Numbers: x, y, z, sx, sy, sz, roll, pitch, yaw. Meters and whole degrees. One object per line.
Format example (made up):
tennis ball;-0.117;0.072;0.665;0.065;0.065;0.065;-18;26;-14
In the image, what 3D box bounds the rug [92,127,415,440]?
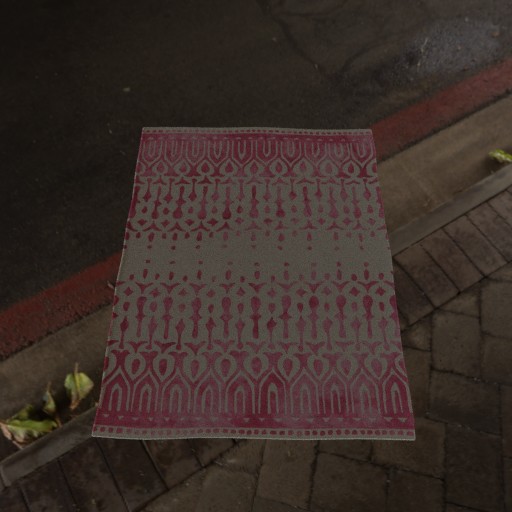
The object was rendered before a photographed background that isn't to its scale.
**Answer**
rug;0.000;0.000;4.007;2.441;0.016;3.095;1;62;0
